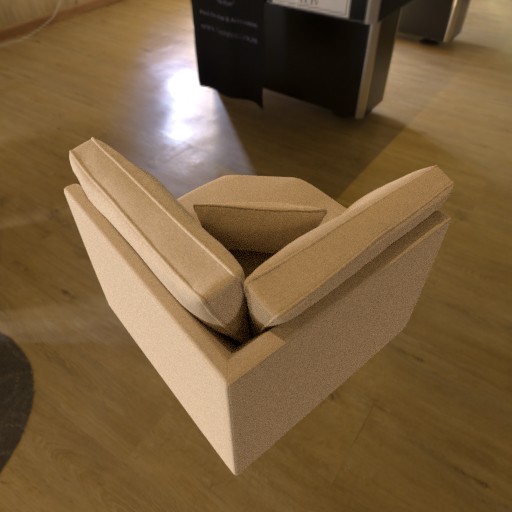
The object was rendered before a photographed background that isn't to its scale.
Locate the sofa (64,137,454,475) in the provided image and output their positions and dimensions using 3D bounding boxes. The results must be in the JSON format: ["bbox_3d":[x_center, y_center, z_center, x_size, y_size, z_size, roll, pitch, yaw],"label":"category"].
[{"bbox_3d":[0.000,0.000,1.832,1.050,0.937,1.042,-31,53,-26],"label":"sofa"}]
